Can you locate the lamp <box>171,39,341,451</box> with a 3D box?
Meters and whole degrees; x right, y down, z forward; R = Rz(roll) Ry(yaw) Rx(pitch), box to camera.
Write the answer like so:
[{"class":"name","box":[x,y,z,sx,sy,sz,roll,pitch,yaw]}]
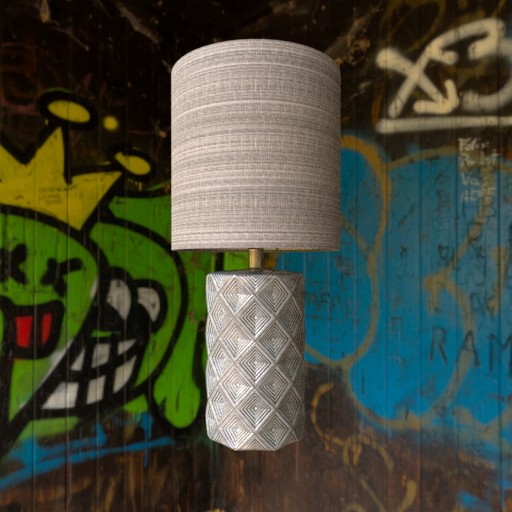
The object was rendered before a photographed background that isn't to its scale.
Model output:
[{"class":"lamp","box":[0.000,0.000,0.712,0.268,0.566,0.269,0,-1,17]}]
